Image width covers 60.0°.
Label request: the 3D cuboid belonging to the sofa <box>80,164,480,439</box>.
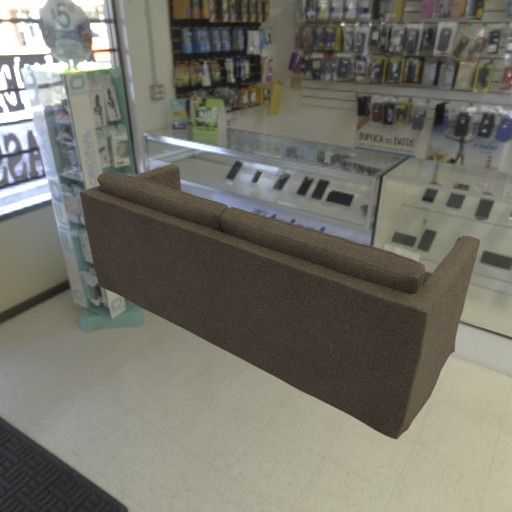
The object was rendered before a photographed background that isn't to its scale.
[{"bbox_3d":[0.000,0.000,3.265,2.779,0.998,1.036,19,33,32],"label":"sofa"}]
